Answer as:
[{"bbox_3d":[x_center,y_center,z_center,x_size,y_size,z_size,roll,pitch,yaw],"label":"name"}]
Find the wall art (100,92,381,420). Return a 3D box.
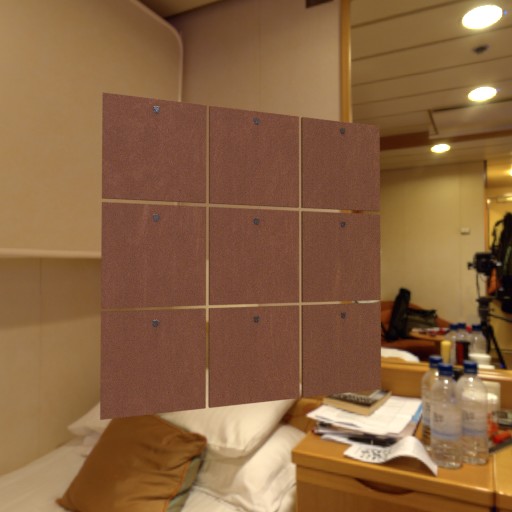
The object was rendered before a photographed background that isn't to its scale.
[{"bbox_3d":[0.000,0.000,1.389,0.915,0.913,0.018,0,-1,-19],"label":"wall art"}]
